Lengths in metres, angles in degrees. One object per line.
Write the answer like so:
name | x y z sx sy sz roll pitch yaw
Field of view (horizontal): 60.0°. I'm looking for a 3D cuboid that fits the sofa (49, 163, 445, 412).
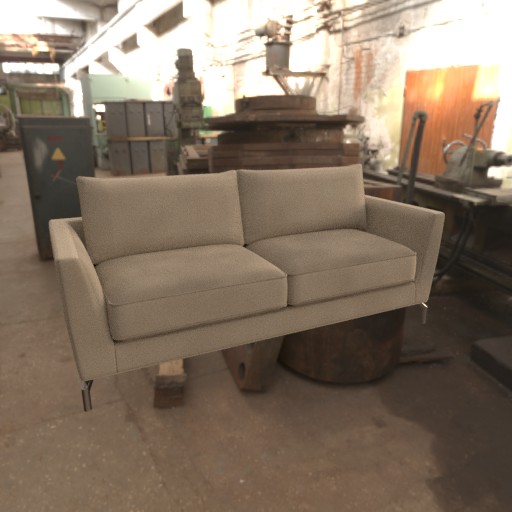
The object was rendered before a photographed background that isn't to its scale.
sofa | 0.000 0.000 2.684 2.214 1.005 0.868 -8 19 -25
